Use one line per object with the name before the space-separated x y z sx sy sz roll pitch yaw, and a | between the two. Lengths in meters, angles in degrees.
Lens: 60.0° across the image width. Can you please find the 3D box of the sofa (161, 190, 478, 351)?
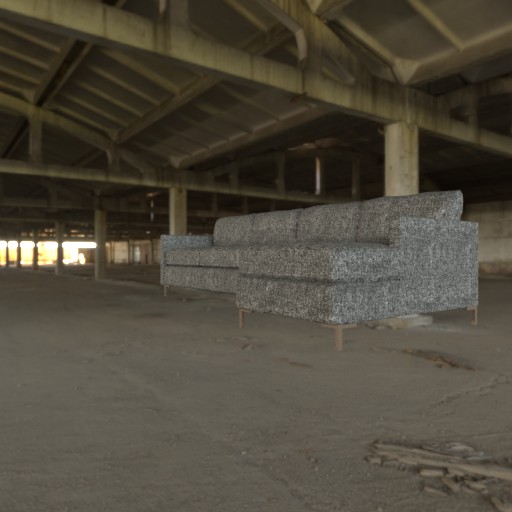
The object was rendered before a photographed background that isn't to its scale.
sofa | 0.000 0.000 4.035 1.488 0.970 3.384 0 0 -36
